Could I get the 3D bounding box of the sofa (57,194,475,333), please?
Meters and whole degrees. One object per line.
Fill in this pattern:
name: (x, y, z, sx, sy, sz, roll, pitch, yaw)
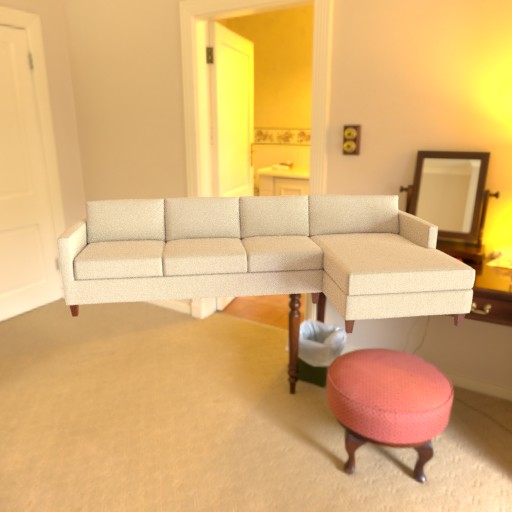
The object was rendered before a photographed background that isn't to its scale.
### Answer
sofa: (0.000, 0.000, 4.175, 3.471, 0.954, 1.599, -2, 17, -7)
